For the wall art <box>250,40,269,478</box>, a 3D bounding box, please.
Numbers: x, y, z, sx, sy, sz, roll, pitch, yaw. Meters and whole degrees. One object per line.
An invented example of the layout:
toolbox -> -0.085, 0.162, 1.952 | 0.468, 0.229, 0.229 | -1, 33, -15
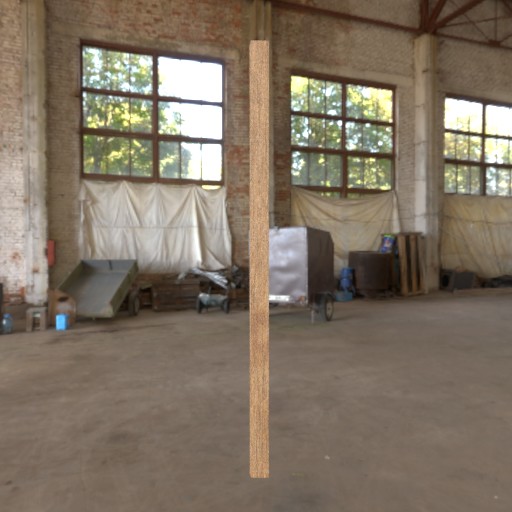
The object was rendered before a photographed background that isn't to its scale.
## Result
wall art -> 0.000, 0.000, 0.940 | 0.026, 0.588, 0.690 | 0, 1, -1
